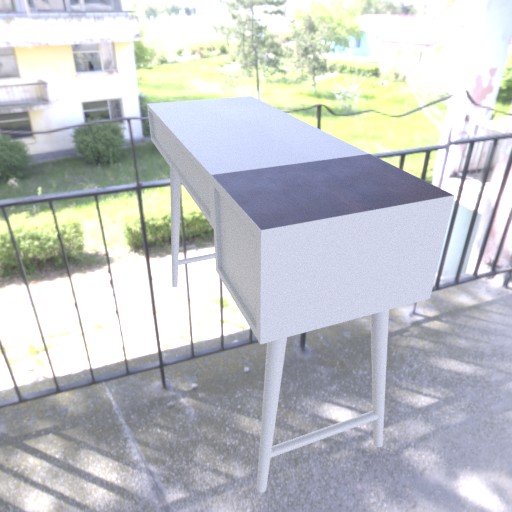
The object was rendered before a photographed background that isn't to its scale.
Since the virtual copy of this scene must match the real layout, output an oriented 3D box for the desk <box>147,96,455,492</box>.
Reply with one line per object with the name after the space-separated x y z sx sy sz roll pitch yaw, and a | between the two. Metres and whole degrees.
0.000 0.000 1.401 0.409 0.761 1.069 -11 32 -19 | desk
